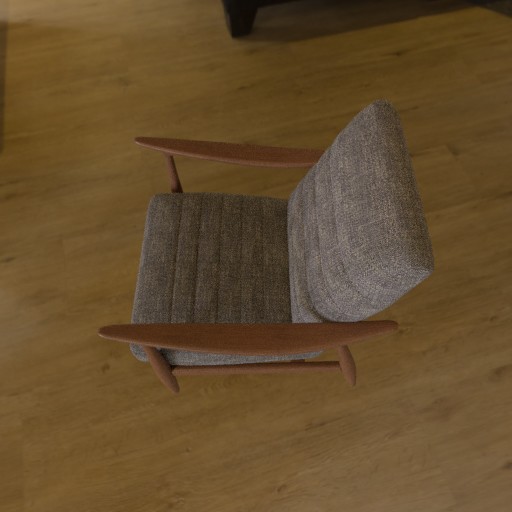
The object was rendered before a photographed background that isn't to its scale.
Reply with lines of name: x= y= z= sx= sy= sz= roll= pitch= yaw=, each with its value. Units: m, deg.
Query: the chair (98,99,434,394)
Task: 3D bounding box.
chair: x=0.000 y=0.000 z=1.440 sx=0.798 sy=0.832 sz=0.741 roll=0 pitch=59 yaw=0
